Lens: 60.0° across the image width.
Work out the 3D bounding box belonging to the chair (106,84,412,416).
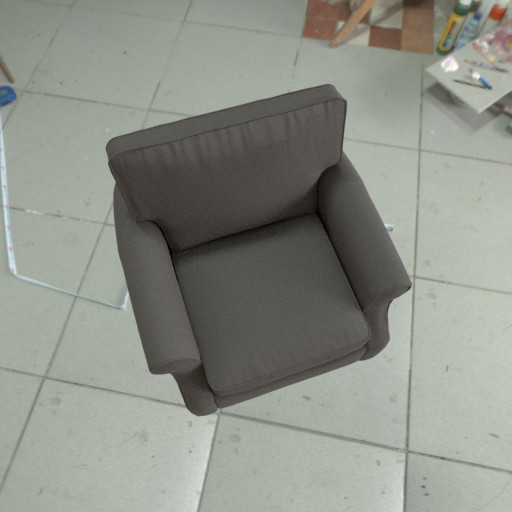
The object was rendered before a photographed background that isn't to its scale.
[{"bbox_3d":[0.000,0.000,1.810,1.029,0.967,0.966,-17,65,-8],"label":"chair"}]
